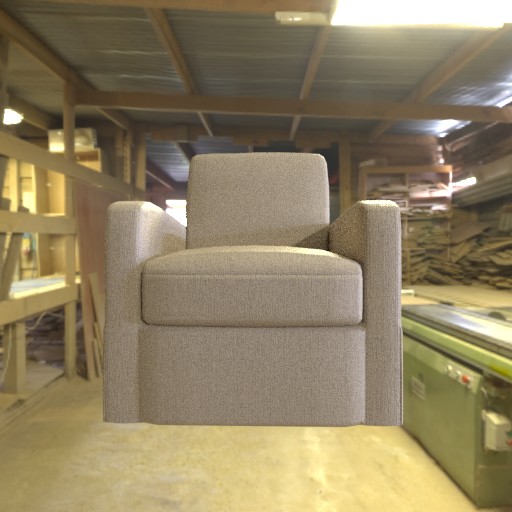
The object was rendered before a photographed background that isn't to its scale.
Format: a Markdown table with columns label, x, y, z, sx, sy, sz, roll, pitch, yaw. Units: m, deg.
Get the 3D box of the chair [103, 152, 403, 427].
| label | x | y | z | sx | sy | sz | roll | pitch | yaw |
| --- | --- | --- | --- | --- | --- | --- | --- | --- | --- |
| chair | 0.000 | 0.000 | 1.503 | 0.755 | 0.827 | 0.888 | 0 | 1 | 2 |
